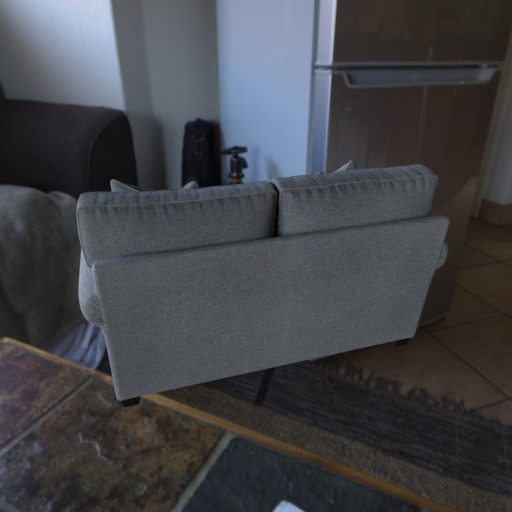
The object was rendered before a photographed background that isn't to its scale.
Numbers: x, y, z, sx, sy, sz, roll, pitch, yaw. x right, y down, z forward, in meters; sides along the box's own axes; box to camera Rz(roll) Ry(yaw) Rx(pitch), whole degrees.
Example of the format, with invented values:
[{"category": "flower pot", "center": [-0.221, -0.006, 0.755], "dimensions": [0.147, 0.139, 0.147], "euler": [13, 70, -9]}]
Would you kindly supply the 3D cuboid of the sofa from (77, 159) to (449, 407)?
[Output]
[{"category": "sofa", "center": [0.000, 0.000, 2.312], "dimensions": [1.701, 0.966, 0.966], "euler": [-8, 27, -16]}]
